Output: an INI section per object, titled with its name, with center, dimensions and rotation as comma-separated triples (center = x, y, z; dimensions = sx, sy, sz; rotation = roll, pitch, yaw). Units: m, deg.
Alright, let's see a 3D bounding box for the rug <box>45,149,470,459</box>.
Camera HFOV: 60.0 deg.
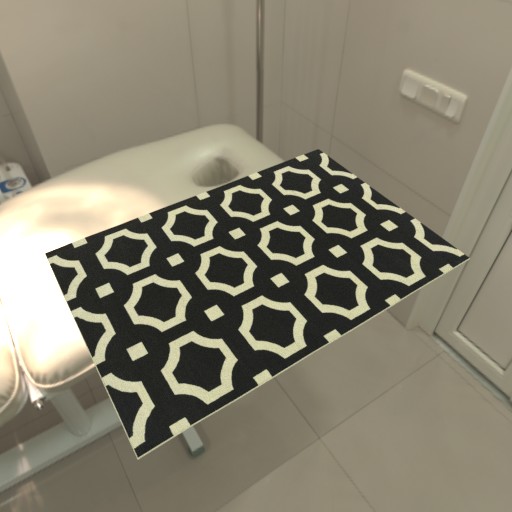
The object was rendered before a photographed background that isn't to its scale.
[rug]
center = 0.000, 0.000, 2.874
dimensions = 2.286, 0.016, 1.555
rotation = -25, 51, -23
